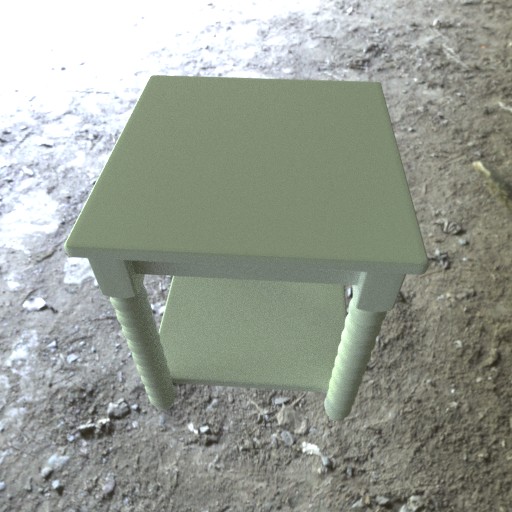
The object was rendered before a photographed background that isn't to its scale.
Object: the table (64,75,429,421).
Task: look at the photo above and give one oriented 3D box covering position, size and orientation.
[{"bbox_3d":[0.000,0.000,0.983,0.500,0.563,0.533,3,47,3],"label":"table"}]
